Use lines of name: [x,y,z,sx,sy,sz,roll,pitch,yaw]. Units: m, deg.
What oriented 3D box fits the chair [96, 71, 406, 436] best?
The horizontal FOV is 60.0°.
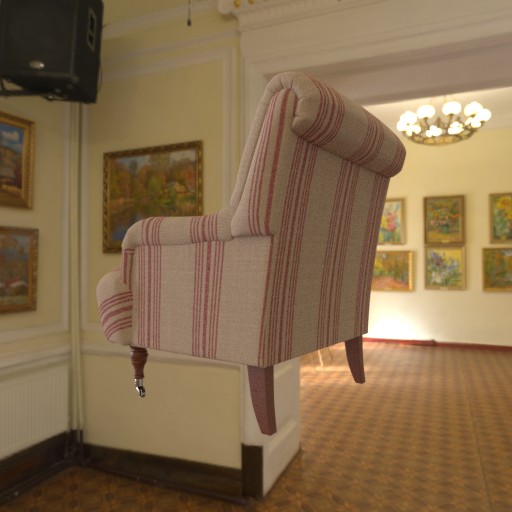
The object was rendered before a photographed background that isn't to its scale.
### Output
chair: [0.000,0.000,1.876,1.058,1.123,0.933,-1,-1,36]
